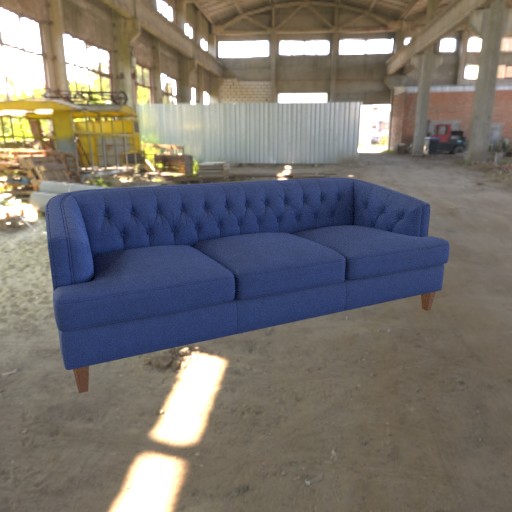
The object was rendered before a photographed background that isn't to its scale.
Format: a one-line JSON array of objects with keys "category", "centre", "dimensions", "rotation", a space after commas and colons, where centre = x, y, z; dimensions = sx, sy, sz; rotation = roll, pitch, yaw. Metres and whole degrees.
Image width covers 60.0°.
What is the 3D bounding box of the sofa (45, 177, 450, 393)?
[{"category": "sofa", "centre": [0.000, 0.000, 2.621], "dimensions": [2.235, 0.787, 0.914], "rotation": [-8, 17, -26]}]
